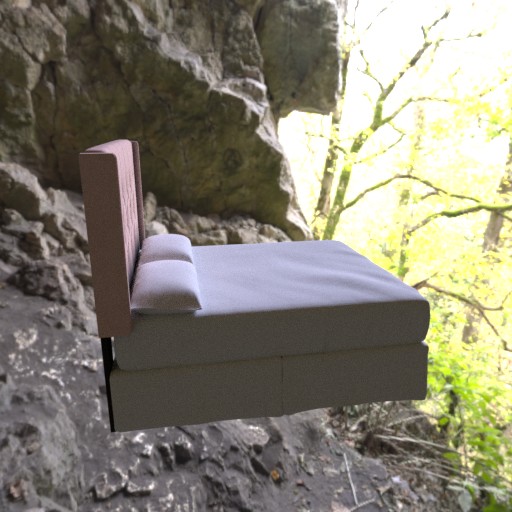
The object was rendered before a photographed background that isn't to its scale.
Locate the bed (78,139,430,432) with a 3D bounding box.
[{"bbox_3d":[0.000,0.000,3.324,2.066,1.665,1.719,-3,17,-10],"label":"bed"}]
